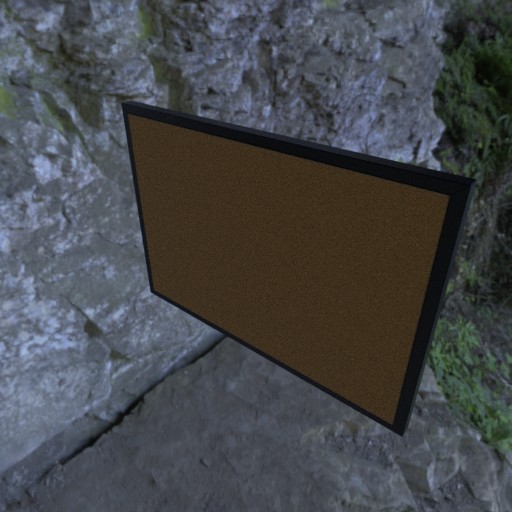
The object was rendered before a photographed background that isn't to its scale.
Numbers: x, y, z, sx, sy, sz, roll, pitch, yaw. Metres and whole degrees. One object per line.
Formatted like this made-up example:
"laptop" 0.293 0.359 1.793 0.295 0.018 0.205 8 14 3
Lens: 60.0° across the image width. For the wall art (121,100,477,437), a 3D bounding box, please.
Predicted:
"wall art" 0.000 0.000 0.816 0.657 0.458 0.027 23 38 32
